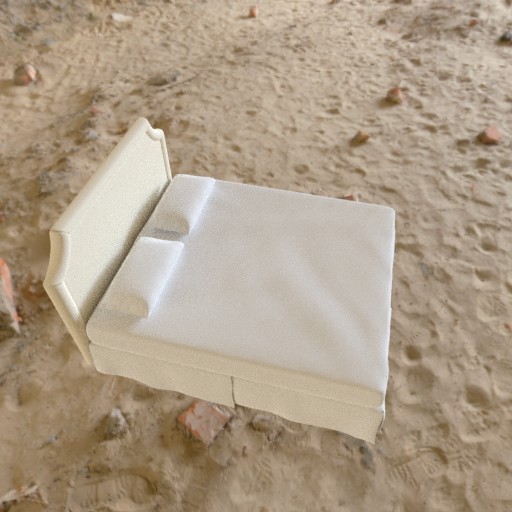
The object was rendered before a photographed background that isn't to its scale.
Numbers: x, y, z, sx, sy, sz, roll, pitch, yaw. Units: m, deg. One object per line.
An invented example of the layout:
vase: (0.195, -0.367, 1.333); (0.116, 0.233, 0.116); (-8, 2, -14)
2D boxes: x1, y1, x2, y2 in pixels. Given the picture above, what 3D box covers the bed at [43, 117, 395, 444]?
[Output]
bed: (0.000, 0.000, 4.170); (2.773, 1.590, 2.350); (10, 49, 9)
